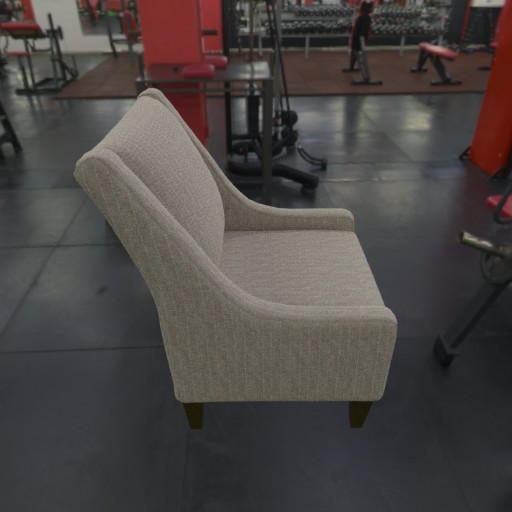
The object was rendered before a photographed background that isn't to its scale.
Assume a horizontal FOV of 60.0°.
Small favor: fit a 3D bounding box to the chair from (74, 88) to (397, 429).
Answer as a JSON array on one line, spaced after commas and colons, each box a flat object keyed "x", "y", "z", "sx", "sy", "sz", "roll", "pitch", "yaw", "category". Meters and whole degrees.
[{"x": 0.000, "y": 0.000, "z": 1.601, "sx": 0.870, "sy": 1.014, "sz": 0.774, "roll": 0, "pitch": 32, "yaw": 0, "category": "chair"}]
